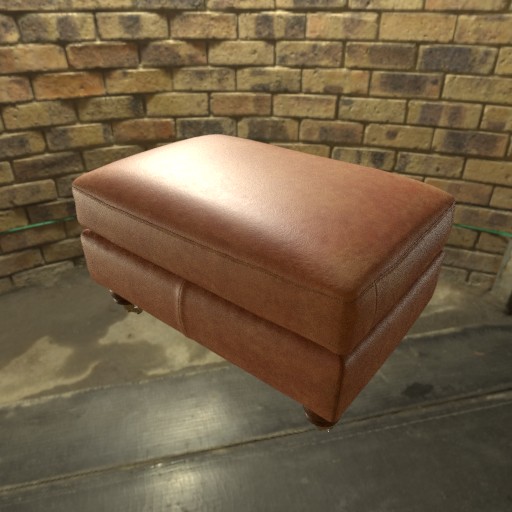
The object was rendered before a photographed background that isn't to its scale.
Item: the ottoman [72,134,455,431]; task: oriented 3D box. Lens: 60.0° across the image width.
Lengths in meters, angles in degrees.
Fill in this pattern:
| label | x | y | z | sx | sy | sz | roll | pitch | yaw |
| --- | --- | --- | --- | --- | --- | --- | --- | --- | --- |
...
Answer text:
| label | x | y | z | sx | sy | sz | roll | pitch | yaw |
| --- | --- | --- | --- | --- | --- | --- | --- | --- | --- |
| ottoman | 0.000 | 0.000 | 1.195 | 0.852 | 0.507 | 0.565 | 22 | 37 | 32 |
